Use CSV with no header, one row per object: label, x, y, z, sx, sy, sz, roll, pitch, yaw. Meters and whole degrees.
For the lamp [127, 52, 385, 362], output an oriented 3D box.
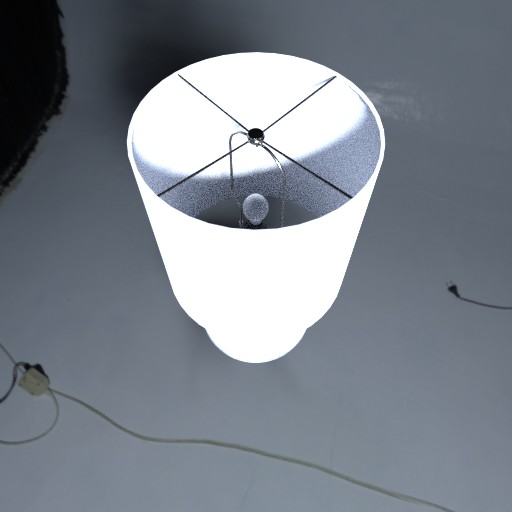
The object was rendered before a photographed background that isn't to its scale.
lamp,0.000,0.000,0.547,0.216,0.404,0.216,13,59,8
